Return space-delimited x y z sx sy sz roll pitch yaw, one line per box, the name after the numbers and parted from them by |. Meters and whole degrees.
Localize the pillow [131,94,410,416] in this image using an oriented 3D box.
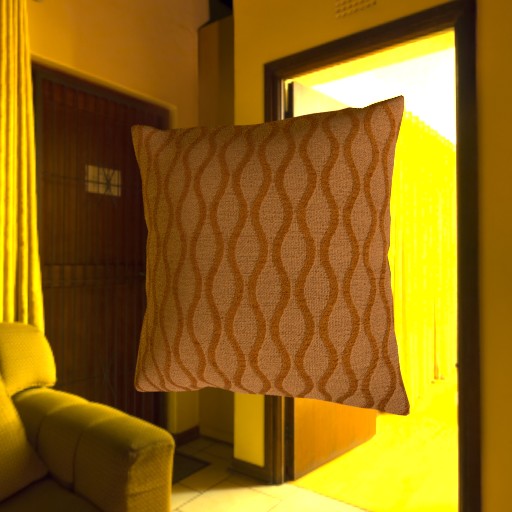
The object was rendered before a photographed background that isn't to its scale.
0.000 0.000 0.655 0.429 0.436 0.159 0 -1 17 | pillow
